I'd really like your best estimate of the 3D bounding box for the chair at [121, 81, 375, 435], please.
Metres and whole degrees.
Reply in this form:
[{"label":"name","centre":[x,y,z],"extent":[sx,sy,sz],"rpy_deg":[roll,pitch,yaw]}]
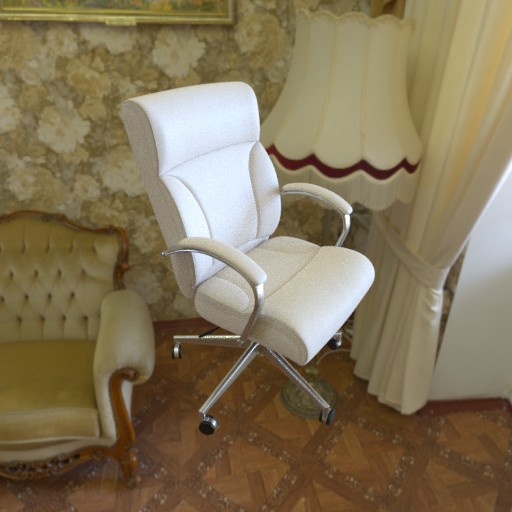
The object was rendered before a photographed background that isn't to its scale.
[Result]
[{"label":"chair","centre":[0.000,0.000,1.580],"extent":[0.745,1.099,0.727],"rpy_deg":[17,32,29]}]
